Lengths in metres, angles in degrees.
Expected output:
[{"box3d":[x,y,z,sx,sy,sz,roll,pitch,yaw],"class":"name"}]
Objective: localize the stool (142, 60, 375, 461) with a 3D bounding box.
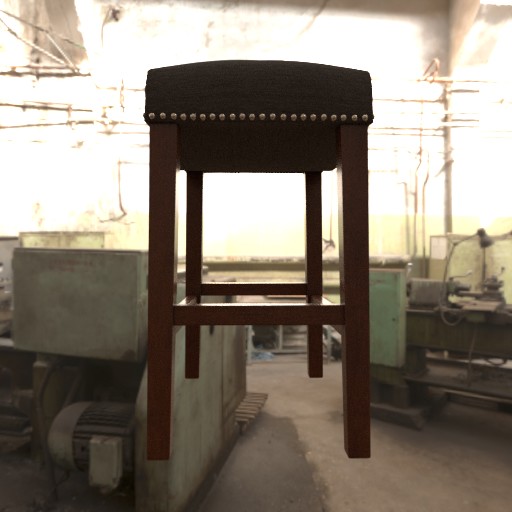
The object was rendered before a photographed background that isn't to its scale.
[{"box3d":[0.000,0.000,0.951,0.372,0.654,0.504,0,1,-1],"class":"stool"}]
